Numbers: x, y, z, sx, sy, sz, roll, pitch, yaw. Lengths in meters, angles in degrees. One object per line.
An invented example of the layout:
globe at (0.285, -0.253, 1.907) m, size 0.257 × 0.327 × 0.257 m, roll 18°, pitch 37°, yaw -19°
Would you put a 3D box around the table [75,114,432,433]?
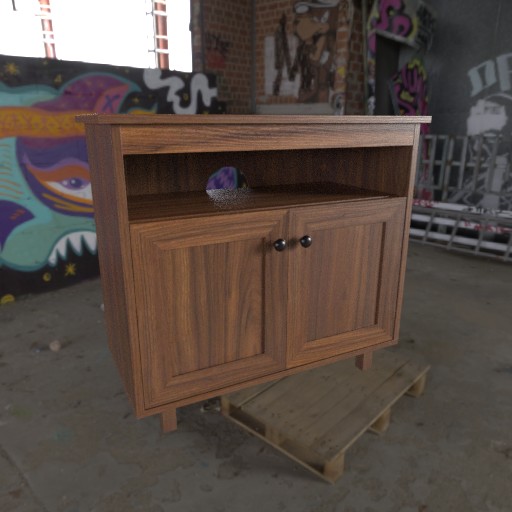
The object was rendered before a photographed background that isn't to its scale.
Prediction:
table at (0.000, 0.000, 1.203) m, size 0.802 × 0.725 × 0.390 m, roll -8°, pitch 19°, yaw -26°
